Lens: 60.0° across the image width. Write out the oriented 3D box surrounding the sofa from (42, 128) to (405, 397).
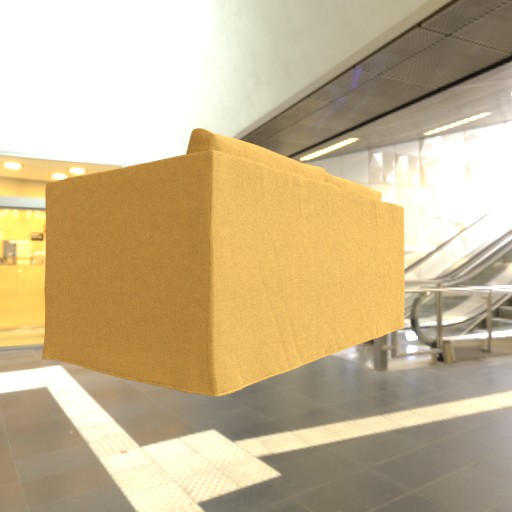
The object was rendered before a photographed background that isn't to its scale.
[{"bbox_3d":[0.000,0.000,2.208,0.962,0.835,1.719,0,-1,36],"label":"sofa"}]
